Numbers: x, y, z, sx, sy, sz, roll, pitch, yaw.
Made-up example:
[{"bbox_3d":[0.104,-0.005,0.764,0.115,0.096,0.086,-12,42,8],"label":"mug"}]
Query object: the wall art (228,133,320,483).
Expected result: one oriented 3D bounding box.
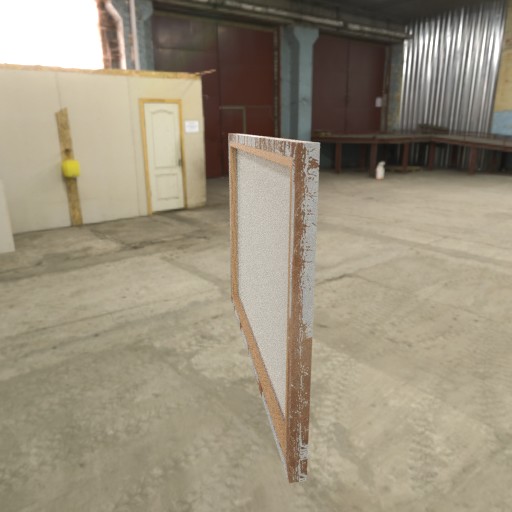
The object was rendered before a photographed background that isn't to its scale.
[{"bbox_3d":[0.000,0.000,1.167,0.035,0.609,0.914,-3,16,-9],"label":"wall art"}]
